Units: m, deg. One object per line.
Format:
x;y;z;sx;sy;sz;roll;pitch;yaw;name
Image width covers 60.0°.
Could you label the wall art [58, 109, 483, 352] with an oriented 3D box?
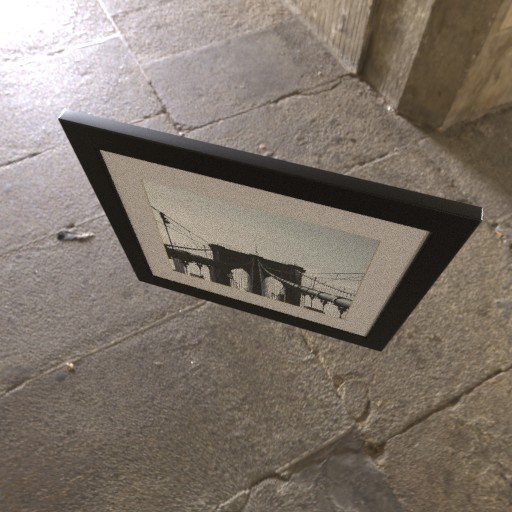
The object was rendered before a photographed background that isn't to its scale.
0.000;0.000;0.718;0.521;0.450;0.018;15;61;9;wall art
